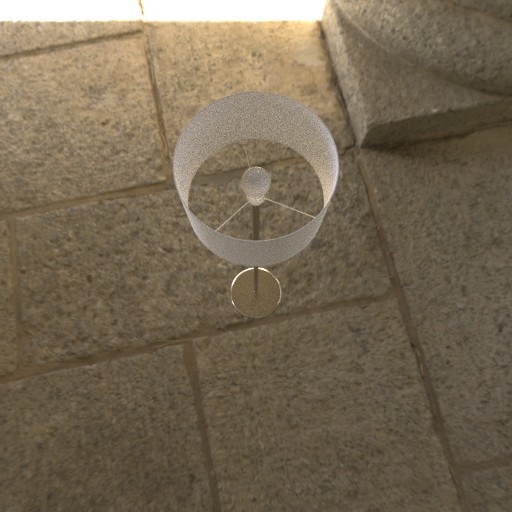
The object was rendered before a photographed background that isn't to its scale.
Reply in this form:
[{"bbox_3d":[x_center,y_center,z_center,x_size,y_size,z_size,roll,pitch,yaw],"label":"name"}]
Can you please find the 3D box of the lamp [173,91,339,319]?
[{"bbox_3d":[0.000,0.000,1.620,0.347,1.443,0.347,-40,78,-10],"label":"lamp"}]
